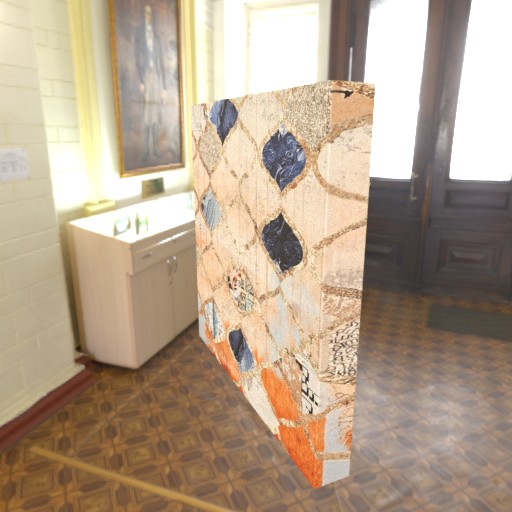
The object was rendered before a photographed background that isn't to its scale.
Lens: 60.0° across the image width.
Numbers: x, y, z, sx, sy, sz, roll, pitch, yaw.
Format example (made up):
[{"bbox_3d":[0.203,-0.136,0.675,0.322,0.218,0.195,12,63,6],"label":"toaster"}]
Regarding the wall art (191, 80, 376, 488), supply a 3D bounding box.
[{"bbox_3d":[0.000,0.000,0.449,0.036,0.304,0.303,-7,17,-23],"label":"wall art"}]
